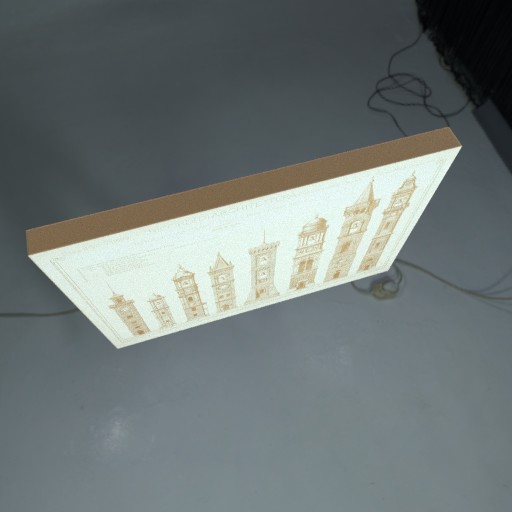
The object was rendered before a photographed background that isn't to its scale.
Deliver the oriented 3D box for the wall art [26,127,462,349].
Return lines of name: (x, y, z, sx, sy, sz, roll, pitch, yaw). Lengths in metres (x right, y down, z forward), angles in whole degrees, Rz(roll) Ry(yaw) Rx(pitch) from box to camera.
wall art: (0.000, 0.000, 0.785, 0.609, 0.407, 0.039, -15, 63, -8)
